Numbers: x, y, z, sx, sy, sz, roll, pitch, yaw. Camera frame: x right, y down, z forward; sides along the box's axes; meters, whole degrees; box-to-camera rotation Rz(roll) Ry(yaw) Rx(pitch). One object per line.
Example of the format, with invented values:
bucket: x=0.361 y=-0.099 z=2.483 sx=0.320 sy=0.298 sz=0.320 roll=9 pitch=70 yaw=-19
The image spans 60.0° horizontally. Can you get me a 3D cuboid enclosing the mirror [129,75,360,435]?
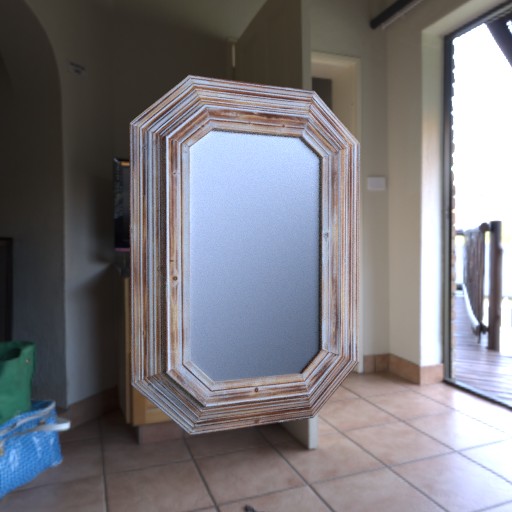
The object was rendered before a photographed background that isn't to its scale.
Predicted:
mirror: x=0.000 y=0.000 z=1.301 sx=0.709 sy=1.015 sz=0.061 roll=0 pitch=1 yaw=-19
